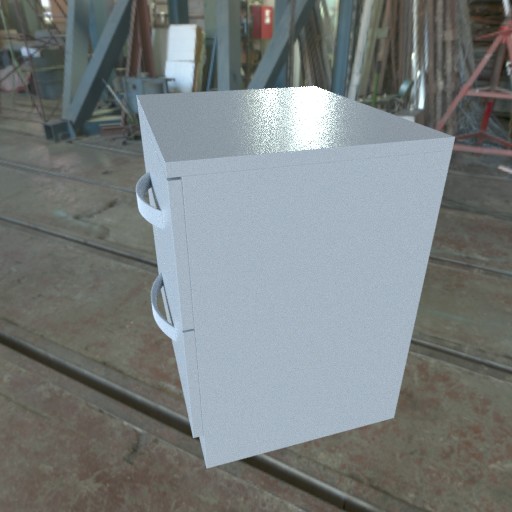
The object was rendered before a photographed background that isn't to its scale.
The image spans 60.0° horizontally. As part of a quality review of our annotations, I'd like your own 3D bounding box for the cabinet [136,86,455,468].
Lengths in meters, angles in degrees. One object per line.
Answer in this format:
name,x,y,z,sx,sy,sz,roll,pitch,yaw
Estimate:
cabinet,0.000,0.000,0.748,0.360,0.470,0.400,-9,30,-15
